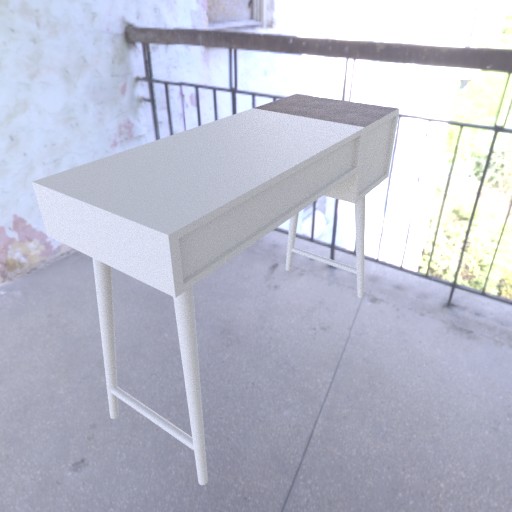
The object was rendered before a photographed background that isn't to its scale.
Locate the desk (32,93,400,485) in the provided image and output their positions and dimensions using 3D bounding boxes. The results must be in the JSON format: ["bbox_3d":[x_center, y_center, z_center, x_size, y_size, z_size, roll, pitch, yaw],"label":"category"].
[{"bbox_3d":[0.000,0.000,1.400,0.409,0.761,1.069,20,37,30],"label":"desk"}]
